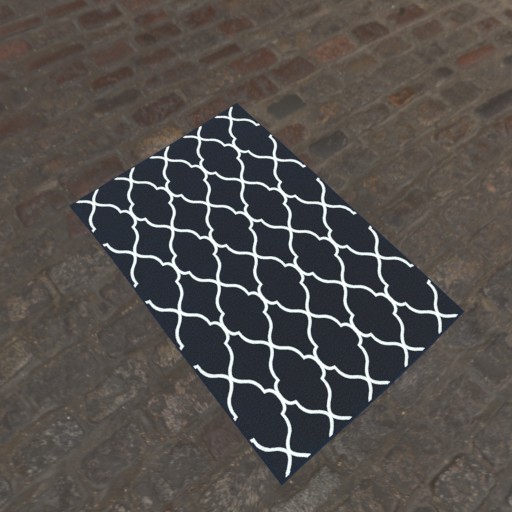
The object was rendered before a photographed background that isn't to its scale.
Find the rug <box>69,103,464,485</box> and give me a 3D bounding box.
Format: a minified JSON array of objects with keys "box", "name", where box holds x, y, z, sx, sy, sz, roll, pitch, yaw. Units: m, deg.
[{"box":[0.000,0.000,2.952,1.528,0.014,2.294,-37,69,-16],"name":"rug"}]
